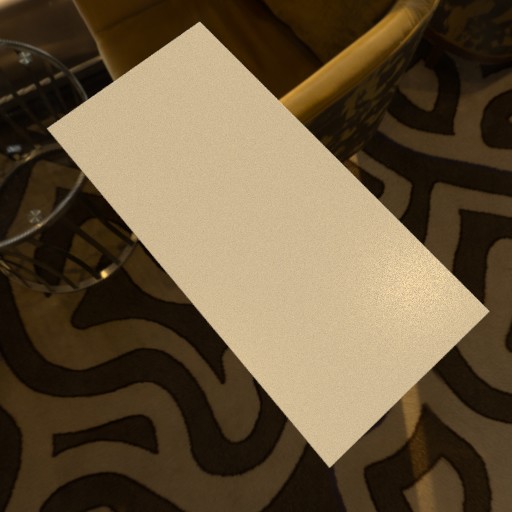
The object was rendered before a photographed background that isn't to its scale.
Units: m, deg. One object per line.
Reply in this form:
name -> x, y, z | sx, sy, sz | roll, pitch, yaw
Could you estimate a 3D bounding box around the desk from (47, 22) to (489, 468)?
desk -> 0.000, 0.000, 1.454 | 0.509, 0.780, 1.059 | -40, 79, -10
